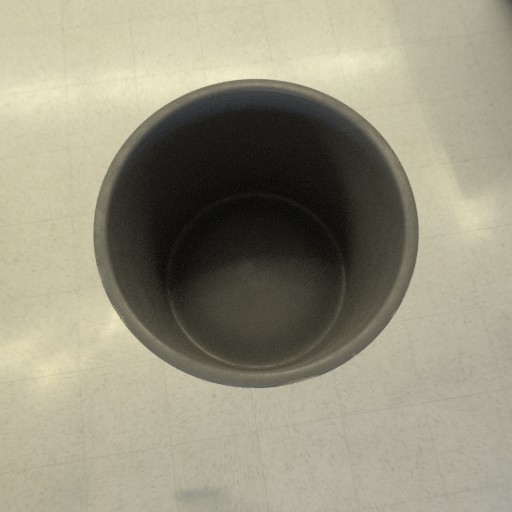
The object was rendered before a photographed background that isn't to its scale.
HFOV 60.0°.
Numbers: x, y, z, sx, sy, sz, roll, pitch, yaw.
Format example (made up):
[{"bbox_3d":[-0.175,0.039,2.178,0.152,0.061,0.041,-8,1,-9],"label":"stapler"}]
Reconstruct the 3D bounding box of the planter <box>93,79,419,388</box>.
[{"bbox_3d":[0.000,0.000,0.397,0.226,0.201,0.226,0,75,0],"label":"planter"}]
